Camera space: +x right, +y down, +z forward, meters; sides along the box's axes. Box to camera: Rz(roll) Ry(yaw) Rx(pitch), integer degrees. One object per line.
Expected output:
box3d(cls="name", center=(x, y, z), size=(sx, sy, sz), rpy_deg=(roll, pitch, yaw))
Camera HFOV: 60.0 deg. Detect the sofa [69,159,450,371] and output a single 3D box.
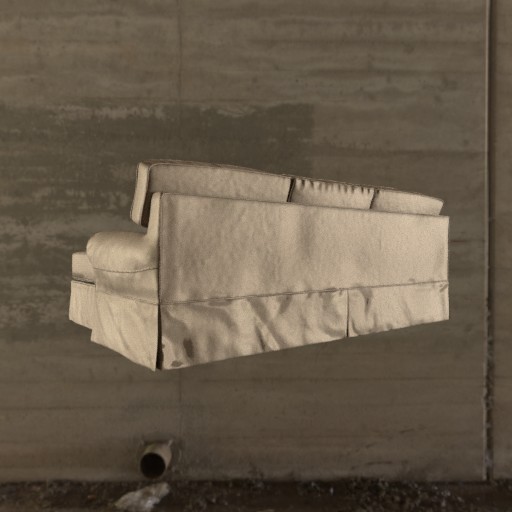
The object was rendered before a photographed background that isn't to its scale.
box3d(cls="sofa", center=(0.000, 0.000, 3.310), size=(2.475, 0.978, 1.733), rpy_deg=(-1, 1, -37))
